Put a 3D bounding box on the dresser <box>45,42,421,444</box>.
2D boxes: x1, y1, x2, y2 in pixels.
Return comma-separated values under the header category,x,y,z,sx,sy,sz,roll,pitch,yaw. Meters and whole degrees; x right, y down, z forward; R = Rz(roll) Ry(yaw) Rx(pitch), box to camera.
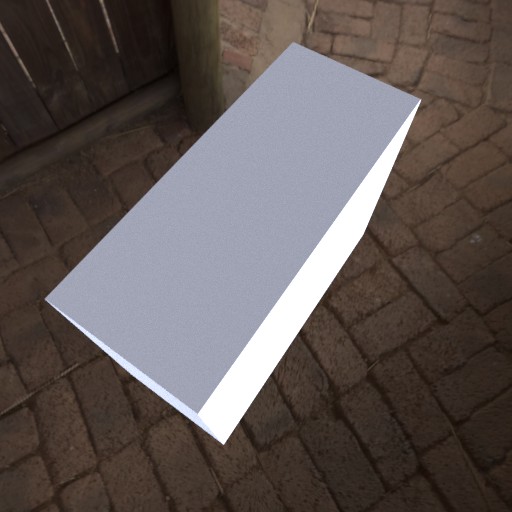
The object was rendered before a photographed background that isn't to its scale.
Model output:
category,x,y,z,sx,sy,sz,roll,pitch,yaw
dresser,0.000,0.000,1.561,0.460,0.820,1.100,31,67,15
